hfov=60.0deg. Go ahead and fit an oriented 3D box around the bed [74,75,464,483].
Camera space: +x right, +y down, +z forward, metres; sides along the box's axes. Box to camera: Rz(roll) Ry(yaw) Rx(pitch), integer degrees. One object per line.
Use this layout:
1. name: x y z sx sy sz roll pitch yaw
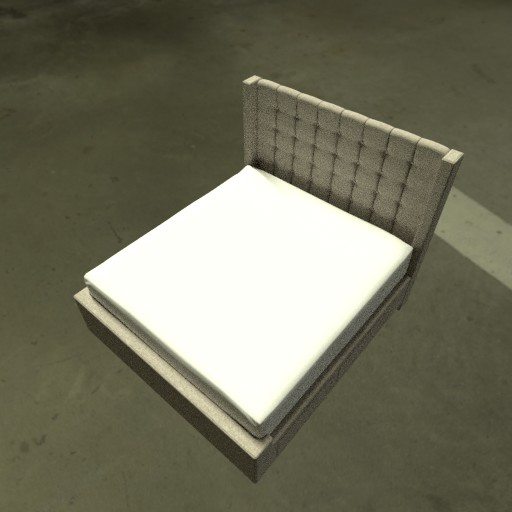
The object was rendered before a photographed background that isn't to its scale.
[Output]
1. bed: 0.000 0.000 3.721 2.044 1.748 2.372 32 54 27
